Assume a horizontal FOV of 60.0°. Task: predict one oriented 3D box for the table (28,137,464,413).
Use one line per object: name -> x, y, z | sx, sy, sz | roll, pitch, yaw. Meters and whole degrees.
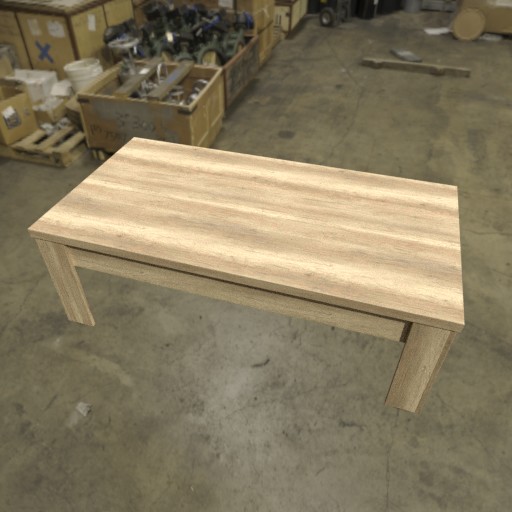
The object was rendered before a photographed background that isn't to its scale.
table -> 0.000, 0.000, 1.701 | 1.350, 0.460, 0.700 | 12, 42, 13
